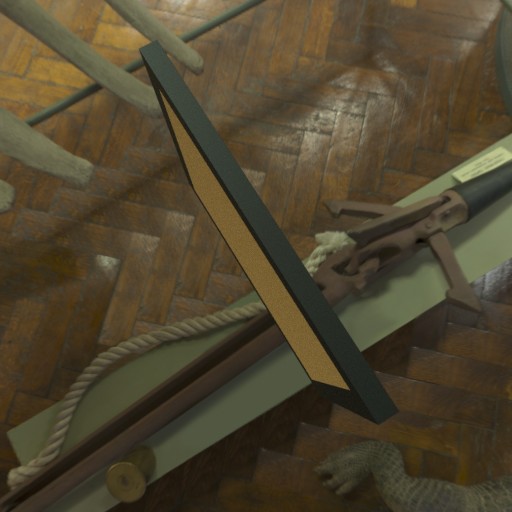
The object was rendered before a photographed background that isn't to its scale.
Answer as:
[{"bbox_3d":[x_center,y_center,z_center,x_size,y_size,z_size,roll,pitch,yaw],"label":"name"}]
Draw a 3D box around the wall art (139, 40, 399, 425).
[{"bbox_3d":[0.000,0.000,0.765,0.028,0.460,0.561,-31,78,-7],"label":"wall art"}]
